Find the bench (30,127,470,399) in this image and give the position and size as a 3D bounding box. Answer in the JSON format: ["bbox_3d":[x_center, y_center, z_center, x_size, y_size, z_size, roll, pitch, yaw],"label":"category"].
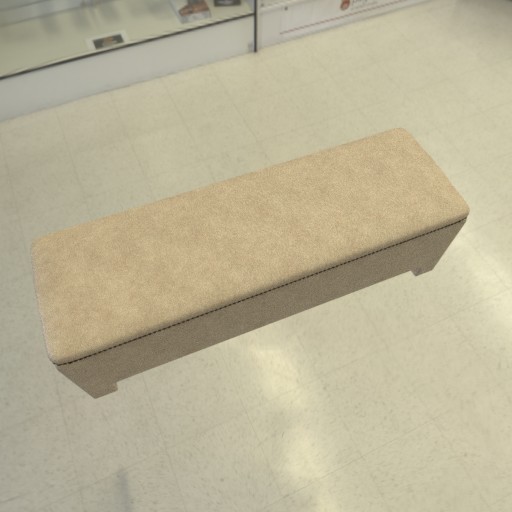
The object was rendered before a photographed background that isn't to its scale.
[{"bbox_3d":[0.000,0.000,1.693,1.482,0.447,0.470,-19,61,-11],"label":"bench"}]
